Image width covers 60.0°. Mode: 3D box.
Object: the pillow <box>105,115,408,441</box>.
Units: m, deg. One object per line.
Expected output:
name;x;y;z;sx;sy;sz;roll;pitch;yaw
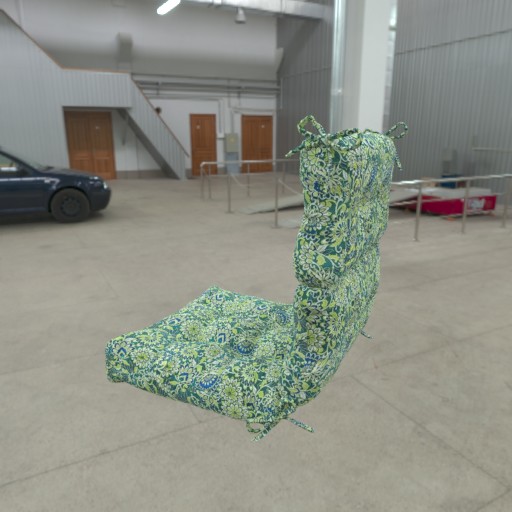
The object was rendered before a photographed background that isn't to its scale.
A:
pillow;0.000;0.000;1.032;0.571;0.605;0.519;8;17;26
